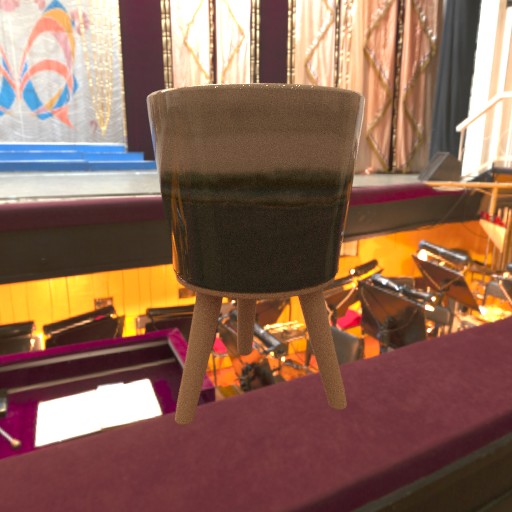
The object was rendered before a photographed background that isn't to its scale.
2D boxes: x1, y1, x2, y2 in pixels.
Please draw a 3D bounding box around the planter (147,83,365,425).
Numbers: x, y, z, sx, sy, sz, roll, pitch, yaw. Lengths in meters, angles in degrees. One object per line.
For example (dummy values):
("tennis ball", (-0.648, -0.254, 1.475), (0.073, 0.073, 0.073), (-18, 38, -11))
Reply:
("planter", (0.000, 0.000, 0.489), (0.217, 0.331, 0.217), (-7, 15, -26))
